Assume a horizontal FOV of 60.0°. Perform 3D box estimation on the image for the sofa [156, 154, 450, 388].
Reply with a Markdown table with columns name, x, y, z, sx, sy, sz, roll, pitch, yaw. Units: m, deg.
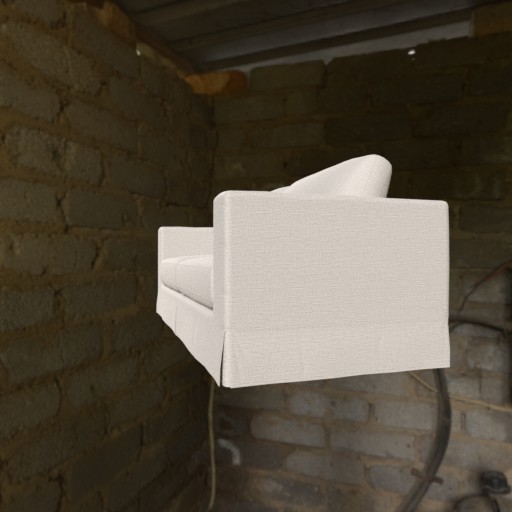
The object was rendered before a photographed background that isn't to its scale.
| name | x | y | z | sx | sy | sz | roll | pitch | yaw |
| --- | --- | --- | --- | --- | --- | --- | --- | --- | --- |
| sofa | 0.000 | 0.000 | 2.635 | 0.954 | 0.881 | 2.163 | 0 | 0 | -18 |
